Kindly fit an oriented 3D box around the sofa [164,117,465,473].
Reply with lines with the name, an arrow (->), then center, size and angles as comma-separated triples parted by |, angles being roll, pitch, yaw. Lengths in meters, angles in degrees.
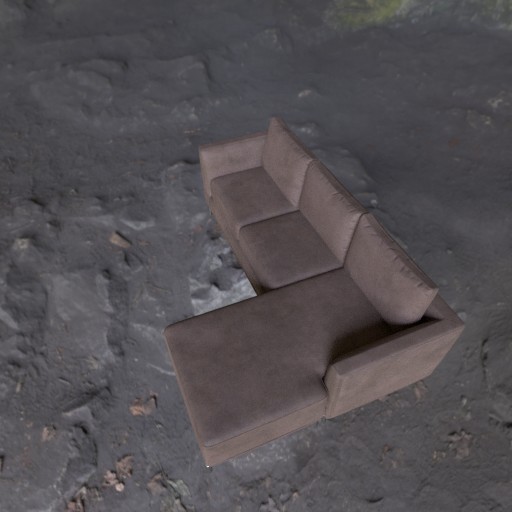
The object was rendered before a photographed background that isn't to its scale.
sofa -> 0.000, 0.000, 3.296 | 1.622, 0.987, 2.438 | -17, 48, -16
